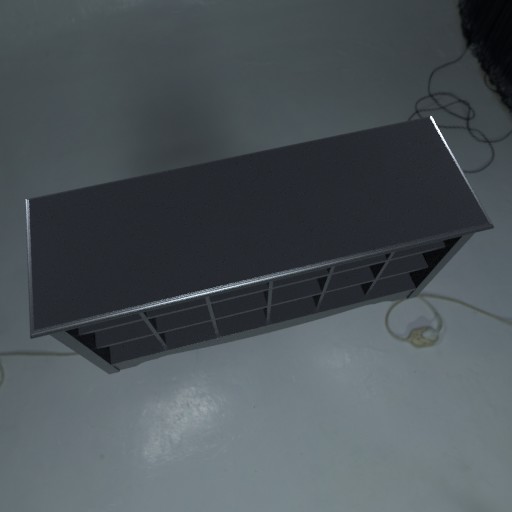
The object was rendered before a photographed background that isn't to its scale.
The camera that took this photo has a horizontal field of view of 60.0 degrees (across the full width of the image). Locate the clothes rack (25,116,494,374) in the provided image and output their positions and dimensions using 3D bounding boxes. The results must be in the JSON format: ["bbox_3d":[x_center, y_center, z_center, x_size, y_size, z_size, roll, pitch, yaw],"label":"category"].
[{"bbox_3d":[0.000,0.000,1.451,1.219,0.556,0.406,-13,65,-6],"label":"clothes rack"}]
